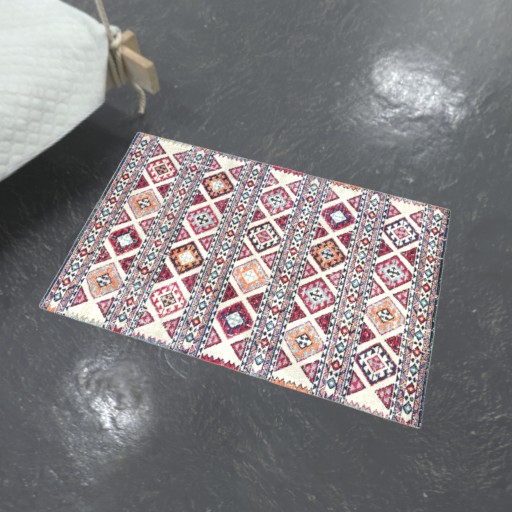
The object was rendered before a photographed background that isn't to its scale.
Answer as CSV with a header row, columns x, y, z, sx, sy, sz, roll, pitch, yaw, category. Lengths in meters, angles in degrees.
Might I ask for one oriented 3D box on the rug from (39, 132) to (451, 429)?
x,y,z,sx,sy,sz,roll,pitch,yaw,category
0.000,0.000,2.996,2.440,0.010,1.545,16,64,8,rug
